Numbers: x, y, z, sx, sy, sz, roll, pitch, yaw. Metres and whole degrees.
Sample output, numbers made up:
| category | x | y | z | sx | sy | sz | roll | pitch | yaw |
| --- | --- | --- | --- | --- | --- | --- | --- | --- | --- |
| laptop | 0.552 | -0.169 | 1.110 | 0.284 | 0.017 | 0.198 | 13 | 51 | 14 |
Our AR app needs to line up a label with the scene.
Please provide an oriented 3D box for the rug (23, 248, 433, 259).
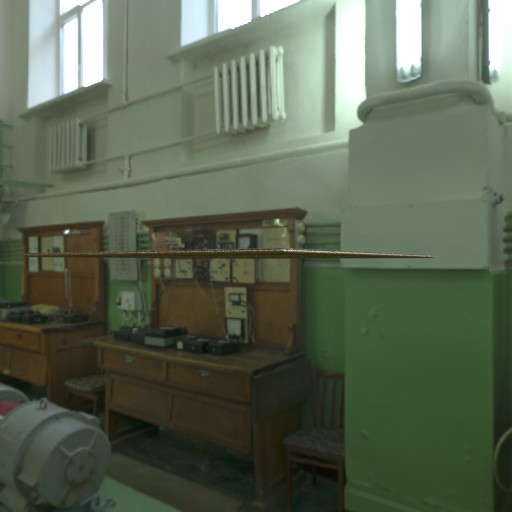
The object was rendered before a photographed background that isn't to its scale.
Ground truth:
| category | x | y | z | sx | sy | sz | roll | pitch | yaw |
| --- | --- | --- | --- | --- | --- | --- | --- | --- | --- |
| rug | 0.000 | 0.000 | 4.102 | 2.435 | 0.031 | 3.040 | 0 | -1 | 35 |
